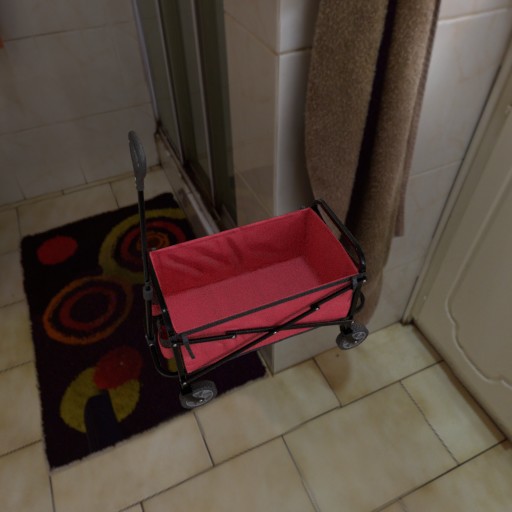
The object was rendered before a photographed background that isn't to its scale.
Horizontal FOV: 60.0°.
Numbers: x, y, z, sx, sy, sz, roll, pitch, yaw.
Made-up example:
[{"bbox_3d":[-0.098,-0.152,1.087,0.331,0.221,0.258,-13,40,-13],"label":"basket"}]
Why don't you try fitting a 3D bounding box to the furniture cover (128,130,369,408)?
[{"bbox_3d":[0.000,0.000,1.837,1.038,1.295,0.532,-17,49,-15],"label":"furniture cover"}]
